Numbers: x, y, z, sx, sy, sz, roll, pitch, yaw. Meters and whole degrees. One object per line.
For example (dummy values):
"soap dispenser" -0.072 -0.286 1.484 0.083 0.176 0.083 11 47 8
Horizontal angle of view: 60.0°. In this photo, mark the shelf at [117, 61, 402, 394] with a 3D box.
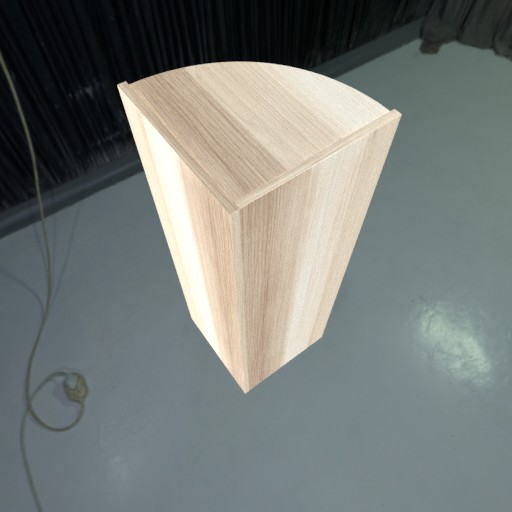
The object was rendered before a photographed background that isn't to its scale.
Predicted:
"shelf" 0.000 0.000 1.005 0.290 0.872 0.290 -32 64 -18
